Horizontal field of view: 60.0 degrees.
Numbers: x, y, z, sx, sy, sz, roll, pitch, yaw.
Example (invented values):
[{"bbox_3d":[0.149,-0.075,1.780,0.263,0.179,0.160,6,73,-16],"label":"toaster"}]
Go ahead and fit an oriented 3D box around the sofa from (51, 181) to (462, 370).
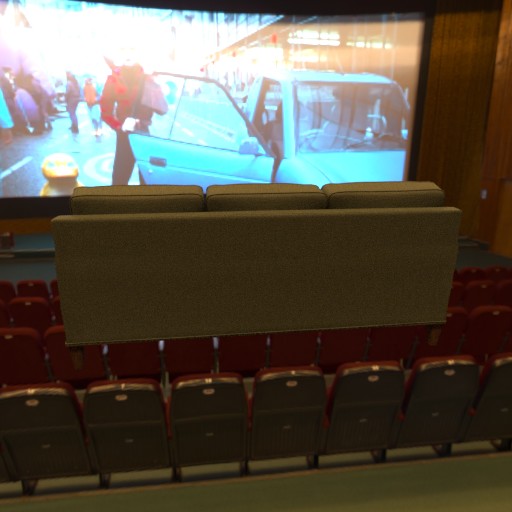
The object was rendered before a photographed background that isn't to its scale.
[{"bbox_3d":[0.000,0.000,2.883,2.246,1.003,1.084,-2,15,-8],"label":"sofa"}]
